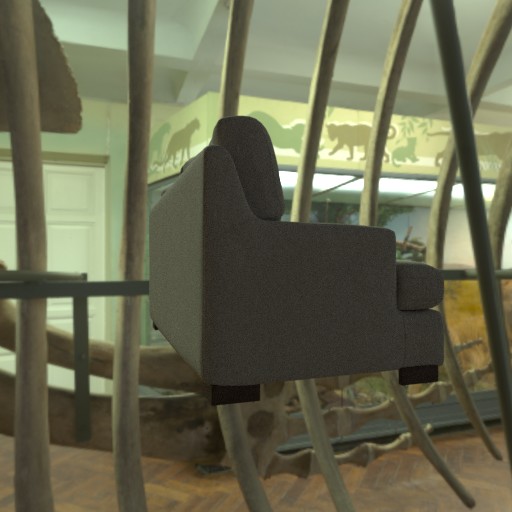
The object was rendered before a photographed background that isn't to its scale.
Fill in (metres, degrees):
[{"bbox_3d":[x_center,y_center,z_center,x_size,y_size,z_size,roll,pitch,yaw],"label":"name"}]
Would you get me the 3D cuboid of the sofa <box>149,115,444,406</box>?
[{"bbox_3d":[0.000,0.000,2.390,0.962,0.980,1.855,0,-1,-19],"label":"sofa"}]
